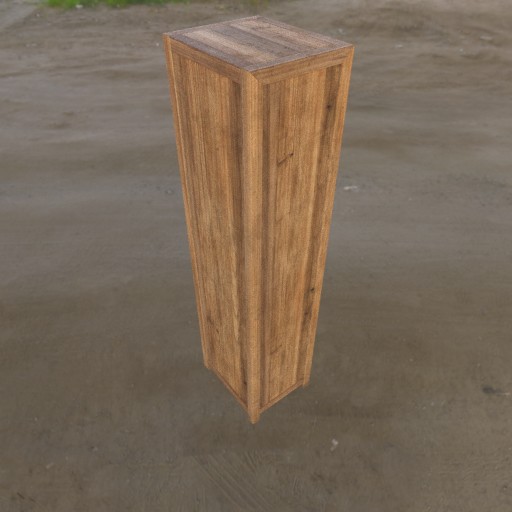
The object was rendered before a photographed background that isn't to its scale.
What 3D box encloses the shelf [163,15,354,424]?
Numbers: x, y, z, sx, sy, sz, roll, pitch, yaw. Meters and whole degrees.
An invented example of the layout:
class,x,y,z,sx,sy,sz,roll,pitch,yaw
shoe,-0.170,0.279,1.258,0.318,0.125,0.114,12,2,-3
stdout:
class,x,y,z,sx,sy,sz,roll,pitch,yaw
shelf,0.000,0.000,2.089,0.428,1.900,0.500,-27,47,-28
